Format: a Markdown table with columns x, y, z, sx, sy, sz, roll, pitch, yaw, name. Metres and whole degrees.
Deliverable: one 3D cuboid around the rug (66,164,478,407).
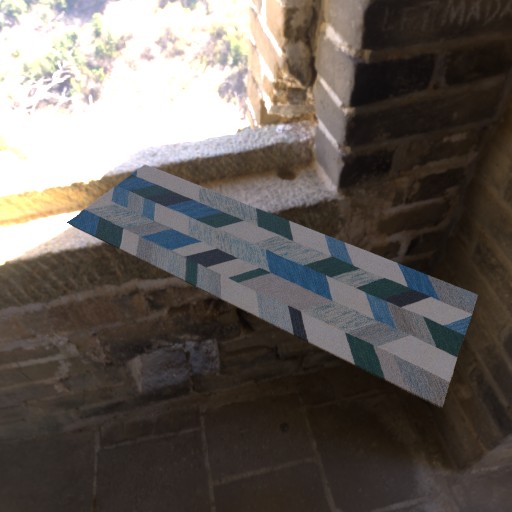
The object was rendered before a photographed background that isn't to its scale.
| x | y | z | sx | sy | sz | roll | pitch | yaw | name |
| --- | --- | --- | --- | --- | --- | --- | --- | --- | --- |
| 0.000 | 0.000 | 2.675 | 2.437 | 0.008 | 0.774 | 24 | 50 | 21 | rug |
